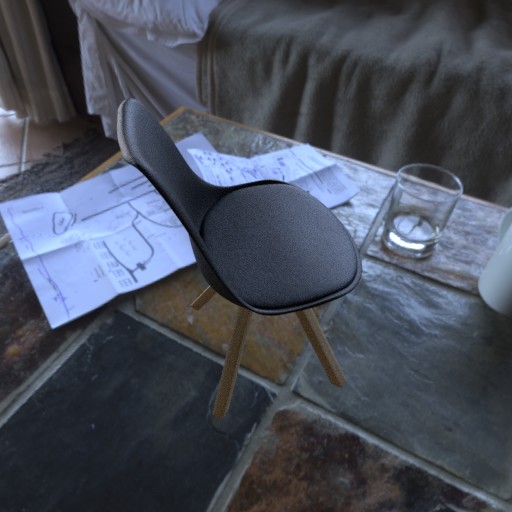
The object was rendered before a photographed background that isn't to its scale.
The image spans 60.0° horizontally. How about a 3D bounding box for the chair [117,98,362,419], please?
[{"bbox_3d":[0.000,0.000,1.194,0.549,0.850,0.485,-11,47,-10],"label":"chair"}]
